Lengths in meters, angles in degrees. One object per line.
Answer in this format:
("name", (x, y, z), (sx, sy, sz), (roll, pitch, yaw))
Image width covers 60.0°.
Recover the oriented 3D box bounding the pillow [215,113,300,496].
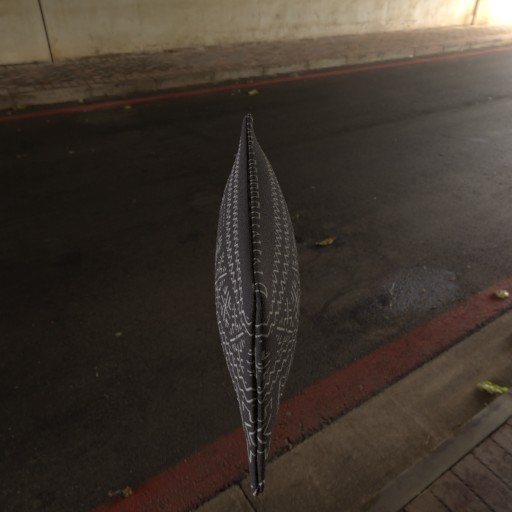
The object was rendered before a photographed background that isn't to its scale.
("pillow", (0.000, 0.000, 0.769), (0.135, 0.322, 0.667), (-1, 32, -1))
